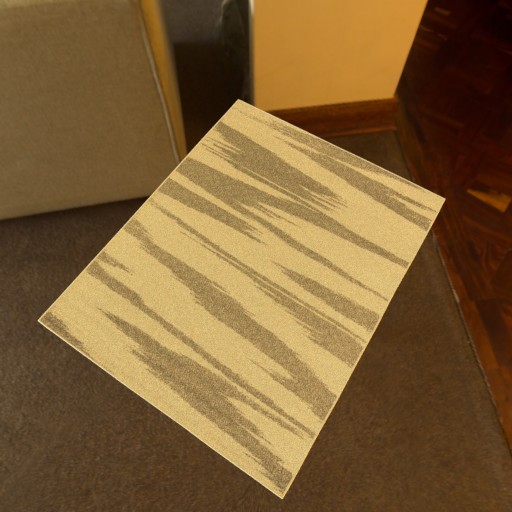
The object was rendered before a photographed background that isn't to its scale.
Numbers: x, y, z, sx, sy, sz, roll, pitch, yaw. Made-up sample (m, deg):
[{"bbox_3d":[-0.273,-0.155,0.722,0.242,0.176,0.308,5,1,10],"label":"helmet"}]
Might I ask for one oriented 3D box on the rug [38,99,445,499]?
[{"bbox_3d":[0.000,0.000,3.887,2.353,0.014,2.945,30,67,14],"label":"rug"}]
